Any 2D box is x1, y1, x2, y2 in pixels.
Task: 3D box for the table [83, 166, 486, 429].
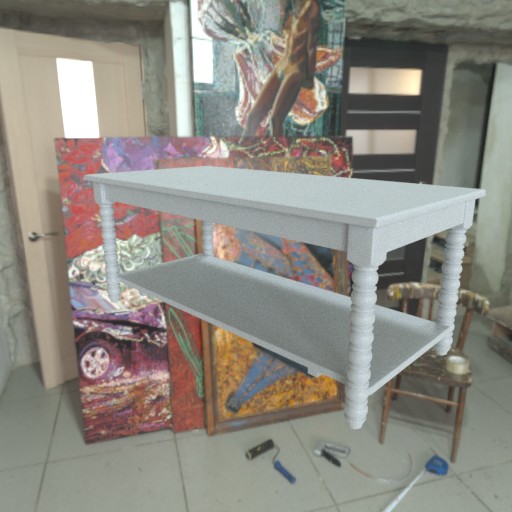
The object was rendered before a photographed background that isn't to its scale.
[{"bbox_3d":[0.000,0.000,1.448,1.171,0.487,0.580,15,22,42],"label":"table"}]
